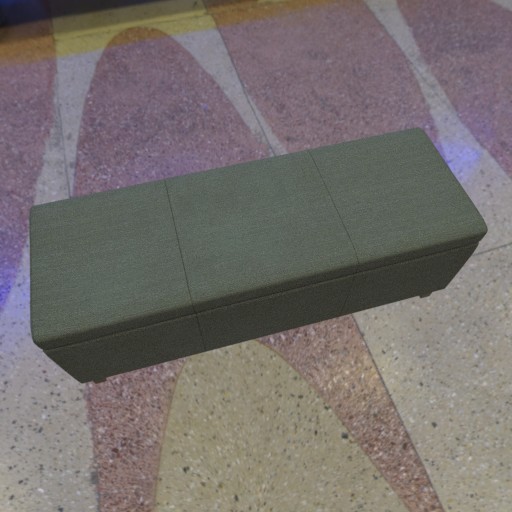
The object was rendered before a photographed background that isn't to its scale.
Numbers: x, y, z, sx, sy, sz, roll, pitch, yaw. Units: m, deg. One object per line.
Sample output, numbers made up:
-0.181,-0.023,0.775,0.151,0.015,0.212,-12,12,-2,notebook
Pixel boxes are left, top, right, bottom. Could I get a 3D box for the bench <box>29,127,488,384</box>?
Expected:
0.000,0.000,1.433,1.269,0.438,0.446,-13,59,-8,bench
